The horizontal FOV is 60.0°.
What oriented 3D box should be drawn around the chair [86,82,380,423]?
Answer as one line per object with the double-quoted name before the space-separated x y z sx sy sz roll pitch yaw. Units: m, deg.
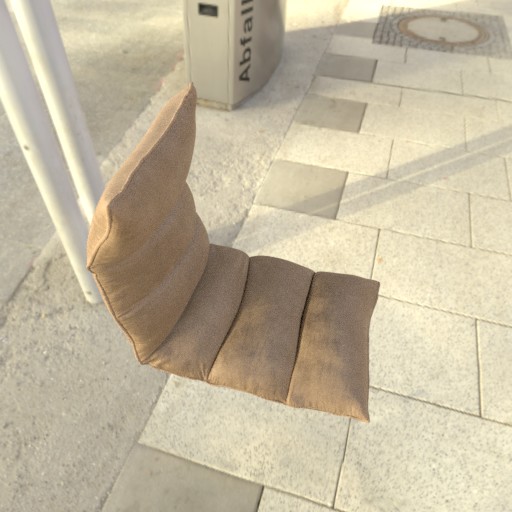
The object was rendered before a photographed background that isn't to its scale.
"chair" 0.000 0.000 1.589 0.985 0.892 0.714 11 47 11
